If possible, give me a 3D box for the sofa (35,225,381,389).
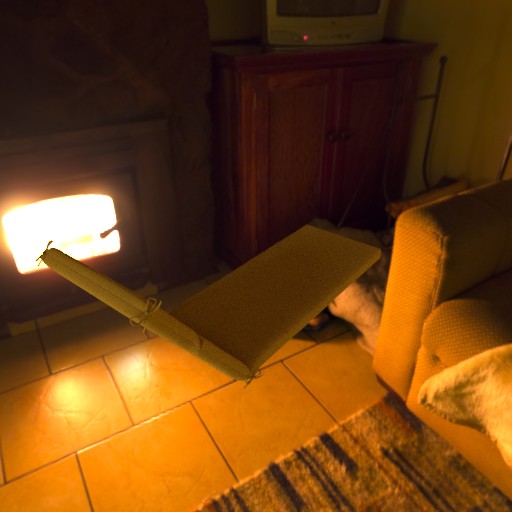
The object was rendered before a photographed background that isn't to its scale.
[{"bbox_3d":[0.000,0.000,1.985,0.582,0.622,1.663,22,37,33],"label":"sofa"}]
